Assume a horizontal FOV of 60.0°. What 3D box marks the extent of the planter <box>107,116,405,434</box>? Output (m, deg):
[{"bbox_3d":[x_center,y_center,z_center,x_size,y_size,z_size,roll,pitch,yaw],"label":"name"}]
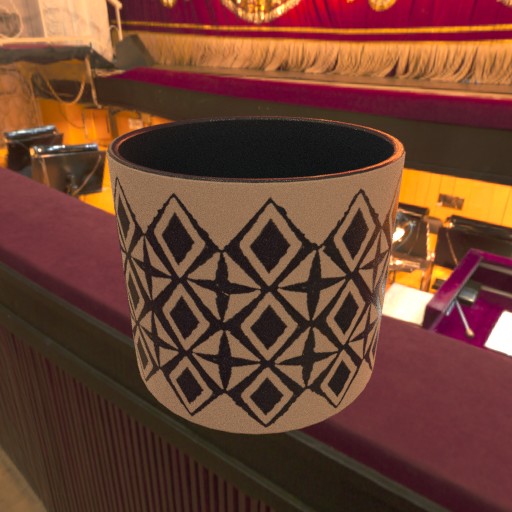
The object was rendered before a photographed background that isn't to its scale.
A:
[{"bbox_3d":[0.000,0.000,0.276,0.159,0.144,0.159,0,26,0],"label":"planter"}]
